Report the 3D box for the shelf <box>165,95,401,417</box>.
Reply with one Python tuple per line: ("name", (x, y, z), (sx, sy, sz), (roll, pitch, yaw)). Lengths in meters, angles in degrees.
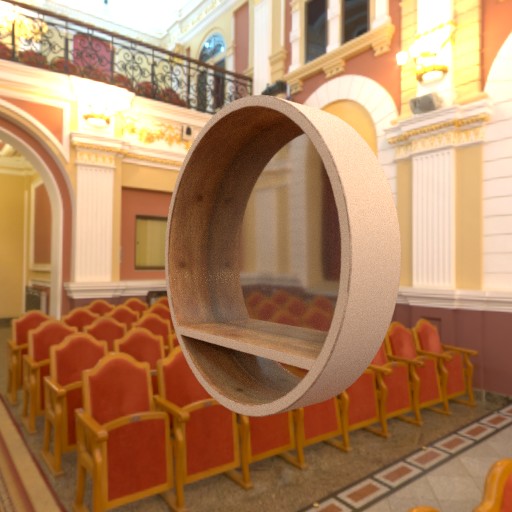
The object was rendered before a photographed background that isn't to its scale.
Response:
("shelf", (0.000, 0.000, 1.201), (0.158, 0.807, 0.806), (1, -1, -37))
